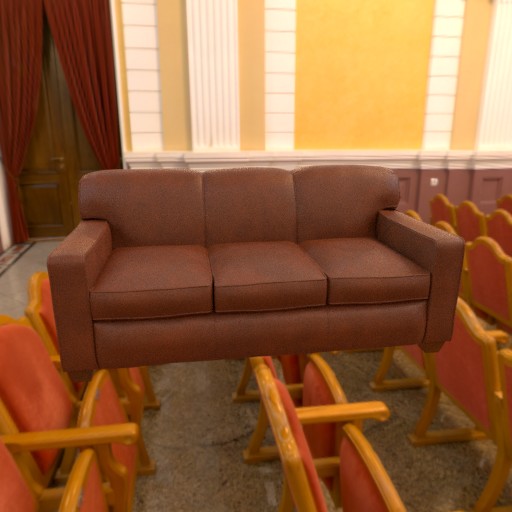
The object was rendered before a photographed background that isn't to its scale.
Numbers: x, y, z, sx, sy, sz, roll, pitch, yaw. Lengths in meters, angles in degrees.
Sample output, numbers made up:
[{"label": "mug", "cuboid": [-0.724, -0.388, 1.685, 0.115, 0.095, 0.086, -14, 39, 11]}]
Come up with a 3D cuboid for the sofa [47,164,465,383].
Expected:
[{"label": "sofa", "cuboid": [0.000, 0.000, 2.560, 2.039, 0.953, 1.008, -3, 17, -9]}]
